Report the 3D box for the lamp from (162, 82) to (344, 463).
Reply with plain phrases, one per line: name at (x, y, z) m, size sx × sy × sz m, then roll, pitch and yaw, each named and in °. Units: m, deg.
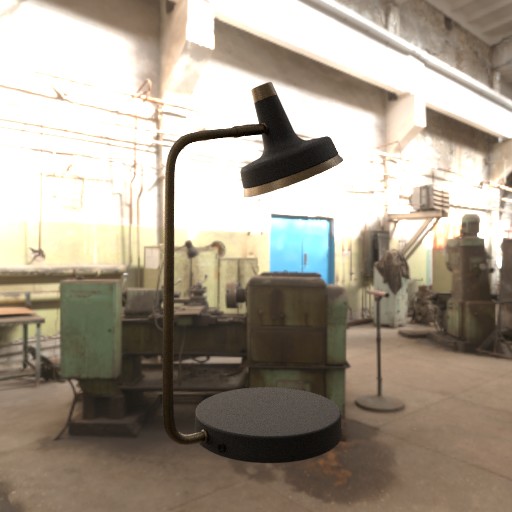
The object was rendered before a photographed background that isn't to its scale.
lamp at (0.000, 0.000, 0.481) m, size 0.218 × 0.385 × 0.162 m, roll 0°, pitch 0°, yaw -37°
